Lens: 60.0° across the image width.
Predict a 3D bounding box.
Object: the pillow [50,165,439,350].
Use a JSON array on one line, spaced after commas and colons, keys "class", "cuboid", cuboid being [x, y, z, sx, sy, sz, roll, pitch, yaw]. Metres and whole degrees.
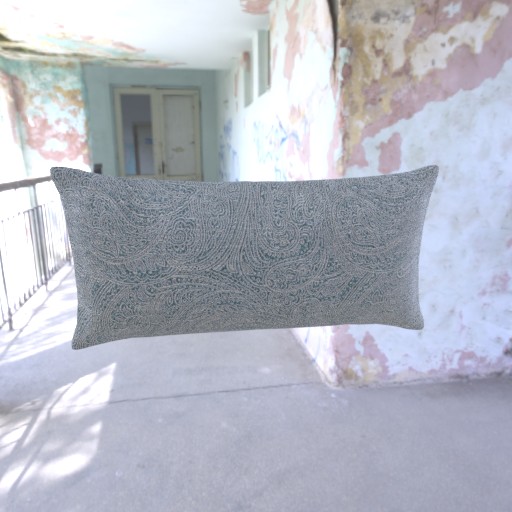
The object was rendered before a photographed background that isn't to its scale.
[{"class": "pillow", "cuboid": [0.000, 0.000, 0.732, 0.615, 0.295, 0.151, -2, 14, -8]}]
